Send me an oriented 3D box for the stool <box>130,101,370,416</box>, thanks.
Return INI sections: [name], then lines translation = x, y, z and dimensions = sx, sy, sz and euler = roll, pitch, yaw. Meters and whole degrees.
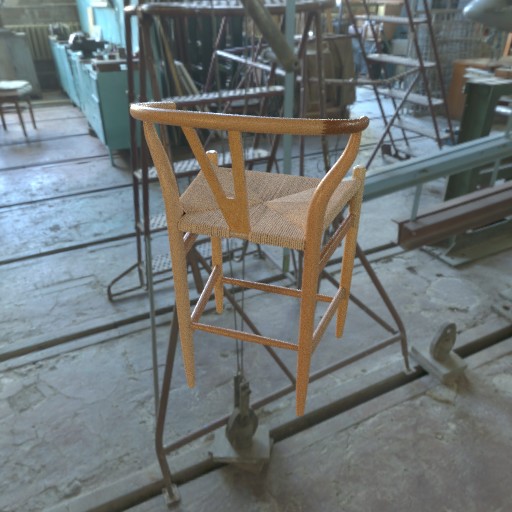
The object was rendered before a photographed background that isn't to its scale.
[stool]
translation = 0.000, 0.000, 1.275
dimensions = 0.536, 0.923, 0.575
euler = 9, 32, 15
